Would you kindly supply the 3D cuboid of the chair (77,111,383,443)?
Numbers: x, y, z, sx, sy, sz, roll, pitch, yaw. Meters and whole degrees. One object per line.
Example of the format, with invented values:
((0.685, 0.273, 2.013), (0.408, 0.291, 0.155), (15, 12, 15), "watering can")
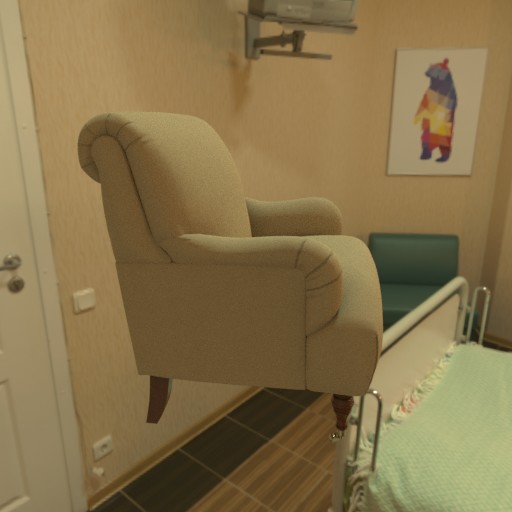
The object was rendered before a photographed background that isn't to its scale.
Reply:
((0.000, 0.000, 1.523), (0.842, 0.942, 0.766), (3, 17, 10), "chair")
